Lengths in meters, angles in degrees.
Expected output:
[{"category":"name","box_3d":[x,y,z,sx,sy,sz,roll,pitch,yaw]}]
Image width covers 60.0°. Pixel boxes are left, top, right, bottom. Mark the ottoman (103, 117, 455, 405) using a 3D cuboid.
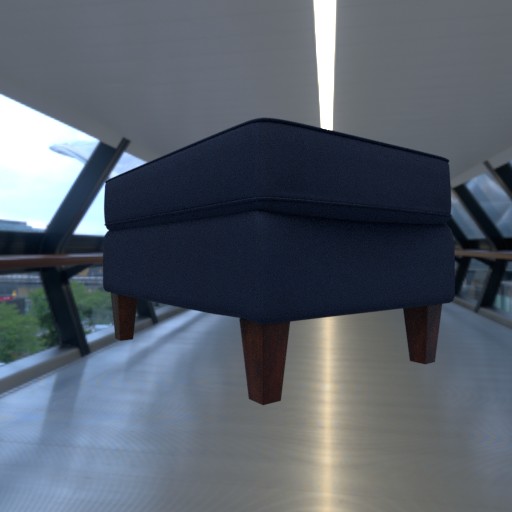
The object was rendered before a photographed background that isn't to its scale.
[{"category":"ottoman","box_3d":[0.000,0.000,1.389,0.686,0.584,0.965,0,0,-36]}]
